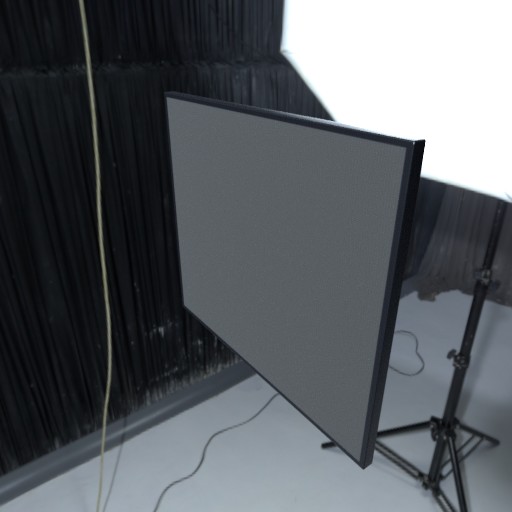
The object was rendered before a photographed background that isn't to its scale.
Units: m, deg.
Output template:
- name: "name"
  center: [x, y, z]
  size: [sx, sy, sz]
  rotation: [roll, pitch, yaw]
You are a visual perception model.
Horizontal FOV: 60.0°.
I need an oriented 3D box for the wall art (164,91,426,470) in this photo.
- name: "wall art"
  center: [0.000, 0.000, 0.705]
  size: [0.018, 0.450, 0.521]
  rotation: [-18, 32, -33]
